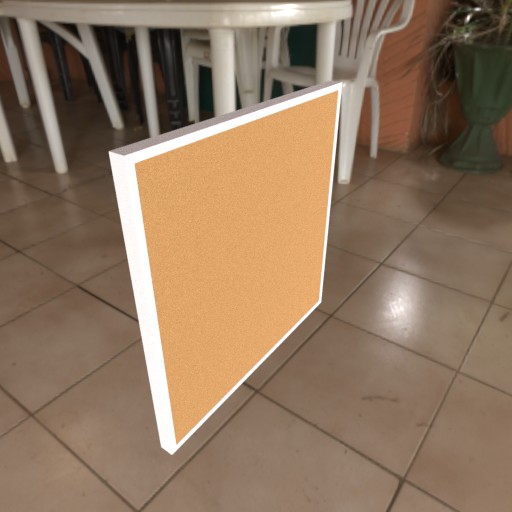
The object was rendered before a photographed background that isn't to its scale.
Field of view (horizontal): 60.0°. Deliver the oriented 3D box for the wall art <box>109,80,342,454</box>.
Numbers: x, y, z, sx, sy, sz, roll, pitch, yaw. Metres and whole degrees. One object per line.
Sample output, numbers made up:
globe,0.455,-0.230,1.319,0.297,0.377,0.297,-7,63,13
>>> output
wall art,0.000,0.000,1.169,0.038,0.762,0.762,21,37,30
